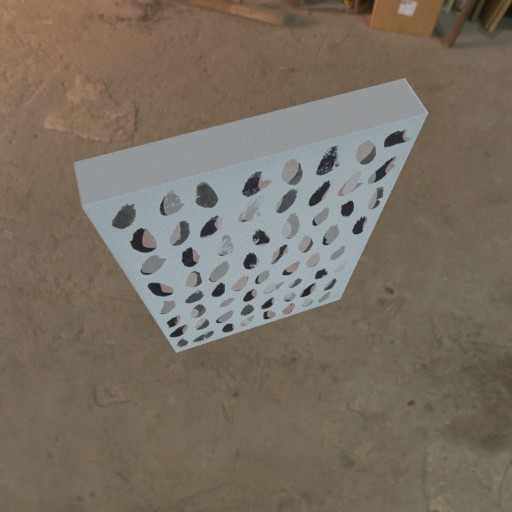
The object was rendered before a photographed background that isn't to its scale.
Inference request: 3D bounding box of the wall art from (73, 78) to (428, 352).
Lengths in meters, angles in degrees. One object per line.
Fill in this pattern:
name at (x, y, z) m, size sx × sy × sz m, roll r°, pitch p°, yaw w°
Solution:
wall art at (0.000, 0.000, 0.484) m, size 0.252 × 0.381 × 0.039 m, roll -17°, pitch 65°, yaw -8°
